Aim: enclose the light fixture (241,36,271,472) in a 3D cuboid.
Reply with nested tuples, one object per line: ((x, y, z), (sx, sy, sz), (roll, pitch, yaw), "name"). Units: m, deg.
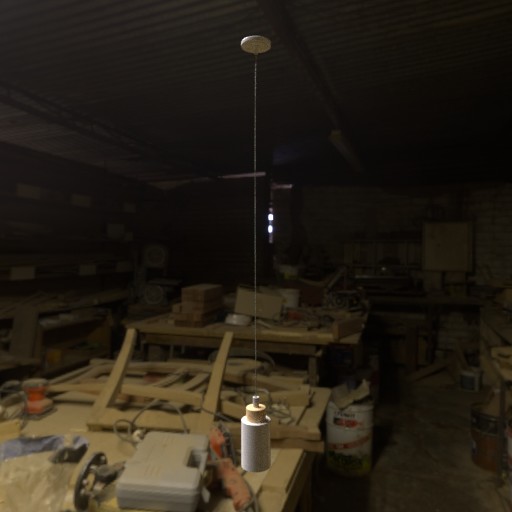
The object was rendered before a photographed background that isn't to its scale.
((0.000, 0.000, 1.887), (0.125, 1.798, 0.125), (0, 1, 19), "light fixture")
